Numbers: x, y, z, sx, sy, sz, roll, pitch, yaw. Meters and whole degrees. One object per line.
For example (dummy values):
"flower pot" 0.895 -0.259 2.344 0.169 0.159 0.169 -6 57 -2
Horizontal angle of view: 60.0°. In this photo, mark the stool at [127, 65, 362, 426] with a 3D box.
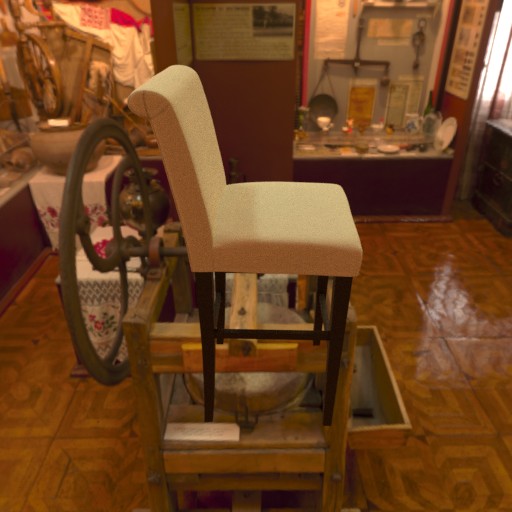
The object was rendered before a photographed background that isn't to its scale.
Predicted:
"stool" 0.000 0.000 1.474 0.597 1.124 0.452 1 30 1
